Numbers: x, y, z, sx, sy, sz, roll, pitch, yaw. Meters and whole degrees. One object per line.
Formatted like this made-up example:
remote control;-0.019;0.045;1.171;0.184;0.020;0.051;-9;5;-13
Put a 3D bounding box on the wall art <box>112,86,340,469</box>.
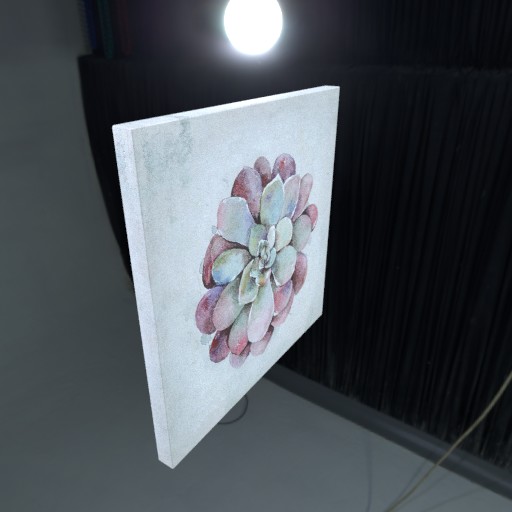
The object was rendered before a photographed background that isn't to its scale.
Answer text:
wall art;0.000;0.000;0.907;0.044;0.605;0.605;17;31;30
